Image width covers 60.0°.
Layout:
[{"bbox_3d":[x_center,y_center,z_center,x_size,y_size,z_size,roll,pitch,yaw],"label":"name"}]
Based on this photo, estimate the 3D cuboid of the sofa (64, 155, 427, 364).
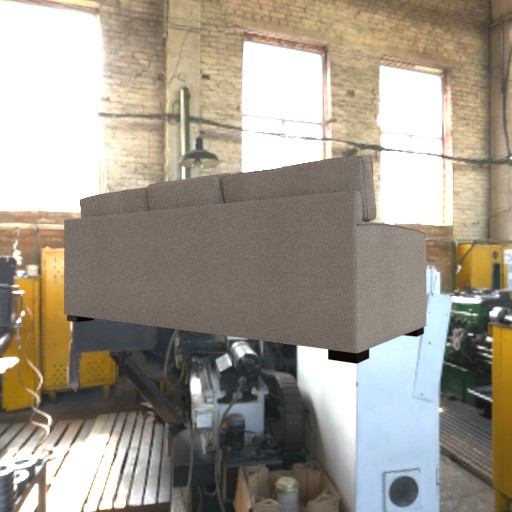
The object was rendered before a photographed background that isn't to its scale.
[{"bbox_3d":[0.000,0.000,2.917,2.087,0.861,1.496,0,-1,37],"label":"sofa"}]
